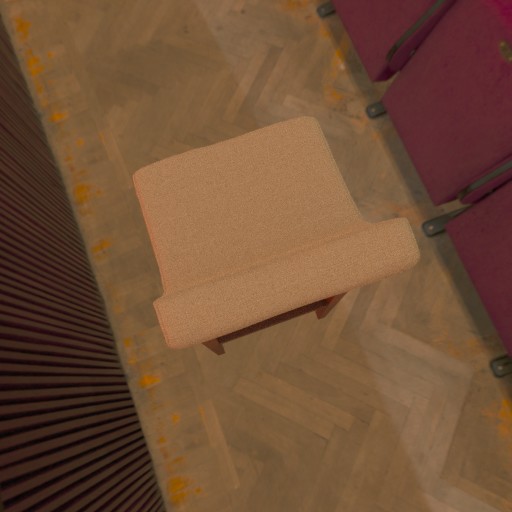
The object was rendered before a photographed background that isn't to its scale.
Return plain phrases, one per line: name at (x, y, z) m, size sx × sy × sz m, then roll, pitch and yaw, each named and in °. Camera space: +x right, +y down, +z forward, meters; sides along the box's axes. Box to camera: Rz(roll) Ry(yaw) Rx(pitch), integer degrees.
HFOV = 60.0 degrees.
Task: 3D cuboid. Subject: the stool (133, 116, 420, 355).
stool at (0.000, 0.000, 1.347) m, size 0.511 × 1.037 × 0.500 m, roll -19°, pitch 75°, yaw -5°
